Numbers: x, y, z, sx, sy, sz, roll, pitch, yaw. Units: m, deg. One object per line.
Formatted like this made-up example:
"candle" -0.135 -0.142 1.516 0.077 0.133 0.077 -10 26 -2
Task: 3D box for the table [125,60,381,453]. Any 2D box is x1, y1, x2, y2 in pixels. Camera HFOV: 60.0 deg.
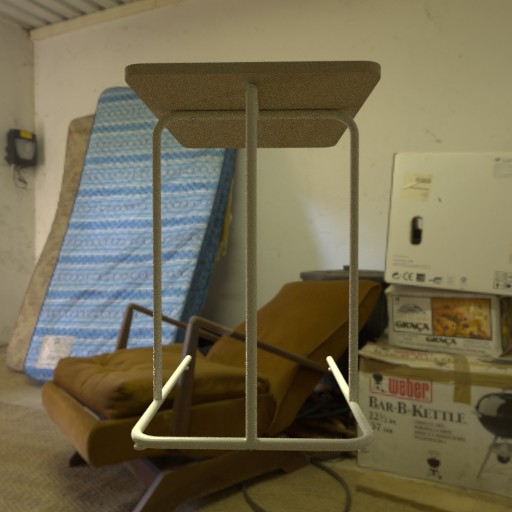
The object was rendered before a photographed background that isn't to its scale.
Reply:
"table" 0.000 0.000 0.859 0.370 0.550 0.480 0 1 2
